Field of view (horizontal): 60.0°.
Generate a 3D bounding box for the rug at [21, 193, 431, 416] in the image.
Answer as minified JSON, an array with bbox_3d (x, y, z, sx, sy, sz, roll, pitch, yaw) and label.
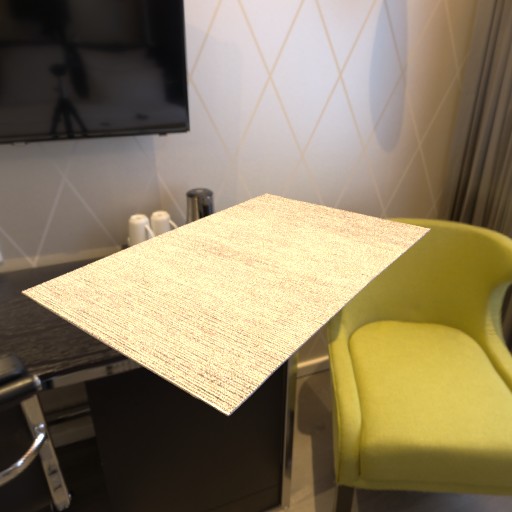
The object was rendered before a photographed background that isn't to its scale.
[{"bbox_3d":[0.000,0.000,2.189,1.149,0.021,1.773,18,31,33],"label":"rug"}]
